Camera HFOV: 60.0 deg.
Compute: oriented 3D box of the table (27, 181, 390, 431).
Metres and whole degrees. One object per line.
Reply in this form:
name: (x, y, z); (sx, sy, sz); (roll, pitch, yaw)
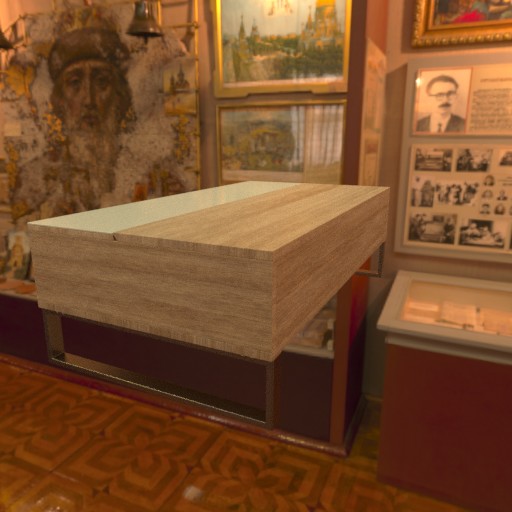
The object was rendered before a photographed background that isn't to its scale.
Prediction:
table: (0.000, 0.000, 1.384); (0.600, 0.350, 1.100); (7, 17, 25)
